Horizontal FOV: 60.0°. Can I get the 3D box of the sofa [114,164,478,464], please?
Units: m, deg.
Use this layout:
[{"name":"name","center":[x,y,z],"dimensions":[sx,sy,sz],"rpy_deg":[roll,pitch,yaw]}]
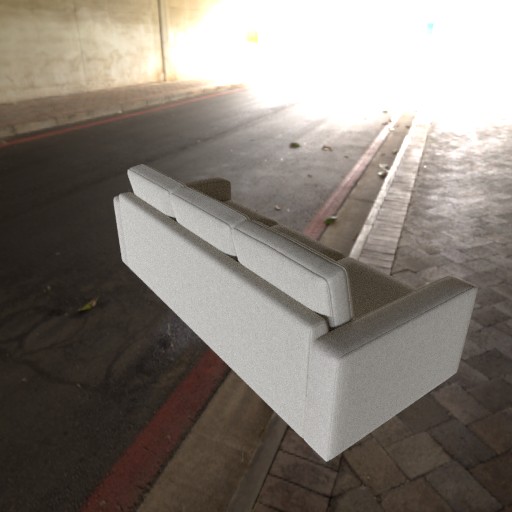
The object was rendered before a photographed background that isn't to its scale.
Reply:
[{"name":"sofa","center":[0.000,0.000,2.567],"dimensions":[0.900,0.800,2.160],"rpy_deg":[-18,31,-32]}]
